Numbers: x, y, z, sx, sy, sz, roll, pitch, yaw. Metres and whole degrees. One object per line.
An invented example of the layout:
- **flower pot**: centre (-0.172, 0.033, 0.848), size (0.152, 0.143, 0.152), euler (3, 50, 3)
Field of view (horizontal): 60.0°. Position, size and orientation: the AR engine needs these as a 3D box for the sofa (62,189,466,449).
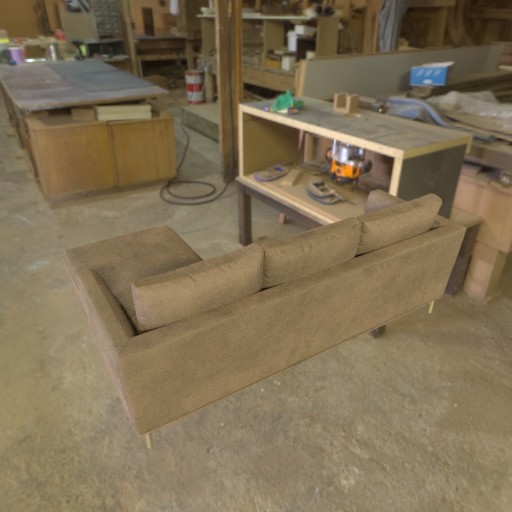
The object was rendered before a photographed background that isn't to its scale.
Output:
- **sofa**: centre (0.000, 0.000, 3.221), size (2.438, 0.987, 1.622), euler (-17, 34, -27)
